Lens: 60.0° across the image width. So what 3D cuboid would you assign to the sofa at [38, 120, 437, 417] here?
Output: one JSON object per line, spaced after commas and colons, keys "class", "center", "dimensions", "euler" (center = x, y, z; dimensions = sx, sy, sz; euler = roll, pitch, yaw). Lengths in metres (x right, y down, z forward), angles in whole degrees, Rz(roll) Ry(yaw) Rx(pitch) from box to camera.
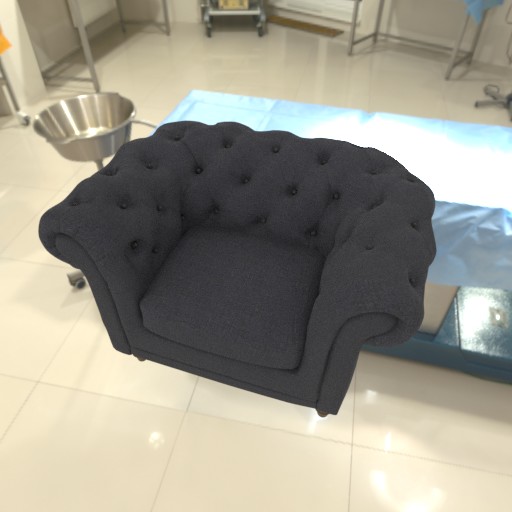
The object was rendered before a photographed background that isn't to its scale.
{"class": "sofa", "center": [0.000, 0.000, 2.009], "dimensions": [1.405, 0.878, 1.032], "euler": [13, 44, 14]}
